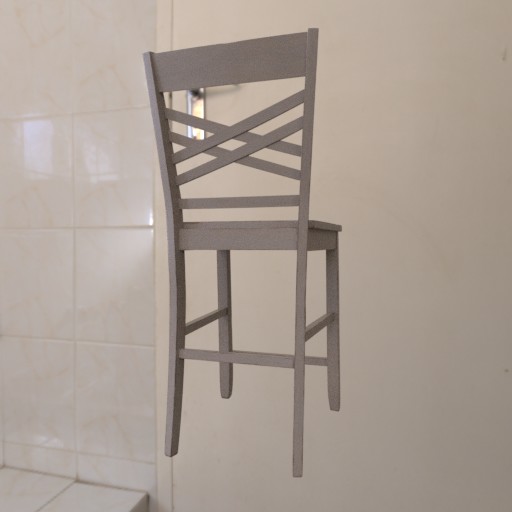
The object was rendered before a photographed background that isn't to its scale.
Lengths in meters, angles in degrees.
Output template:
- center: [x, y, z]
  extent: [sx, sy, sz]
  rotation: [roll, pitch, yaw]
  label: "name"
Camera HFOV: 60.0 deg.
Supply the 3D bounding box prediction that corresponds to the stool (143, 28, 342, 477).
- center: [0.000, 0.000, 1.348]
  extent: [0.462, 1.079, 0.539]
  rotation: [1, 2, 17]
  label: "stool"
